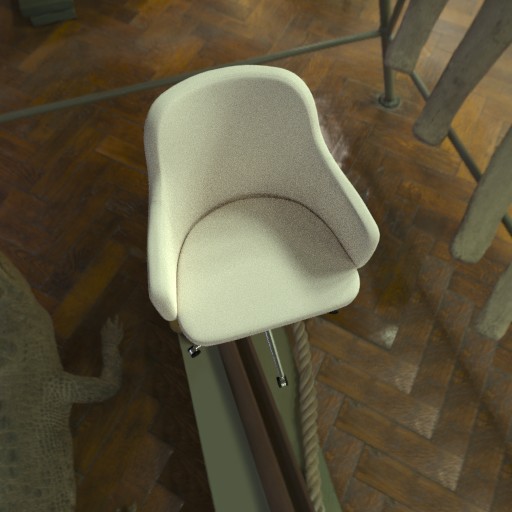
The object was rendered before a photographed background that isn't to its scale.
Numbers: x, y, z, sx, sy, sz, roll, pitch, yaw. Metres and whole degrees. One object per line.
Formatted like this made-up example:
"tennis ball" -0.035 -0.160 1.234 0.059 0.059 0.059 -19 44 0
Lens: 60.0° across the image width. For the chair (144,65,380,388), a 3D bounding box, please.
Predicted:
"chair" 0.000 0.000 1.299 0.602 0.819 0.647 -15 65 -7
